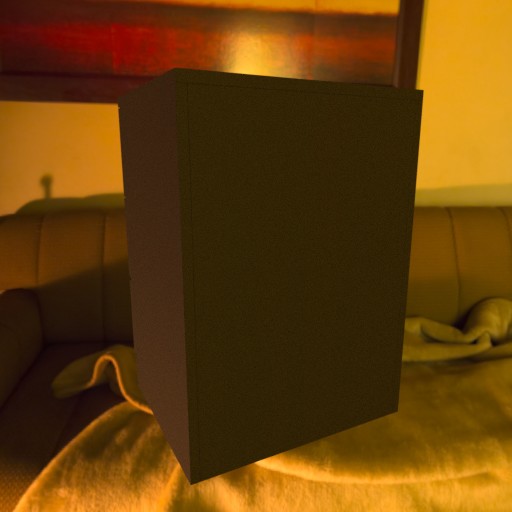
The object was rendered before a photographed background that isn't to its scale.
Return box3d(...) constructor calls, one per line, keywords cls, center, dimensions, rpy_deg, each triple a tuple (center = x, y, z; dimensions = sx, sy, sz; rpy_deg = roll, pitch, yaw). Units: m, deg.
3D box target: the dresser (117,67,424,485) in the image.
box3d(cls="dresser", center=(0.000, 0.000, 0.816), dimensions=(0.400, 0.560, 0.360), rpy_deg=(-7, 15, -27))
